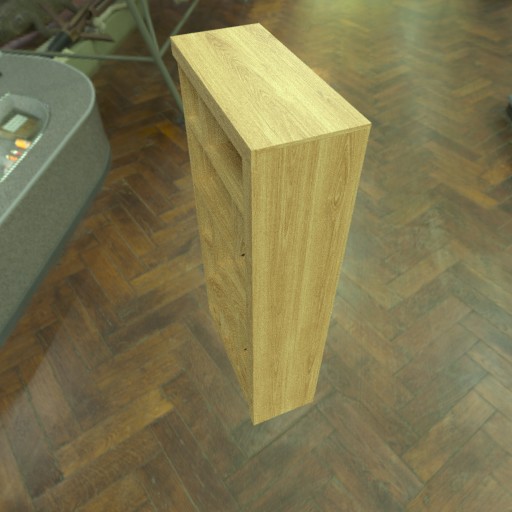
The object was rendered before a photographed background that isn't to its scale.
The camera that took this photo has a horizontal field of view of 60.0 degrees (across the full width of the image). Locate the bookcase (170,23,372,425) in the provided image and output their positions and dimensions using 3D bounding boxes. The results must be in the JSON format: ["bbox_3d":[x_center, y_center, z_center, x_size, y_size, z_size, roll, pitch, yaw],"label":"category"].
[{"bbox_3d":[0.000,0.000,2.416,0.420,2.020,0.950,-17,49,-15],"label":"bookcase"}]
